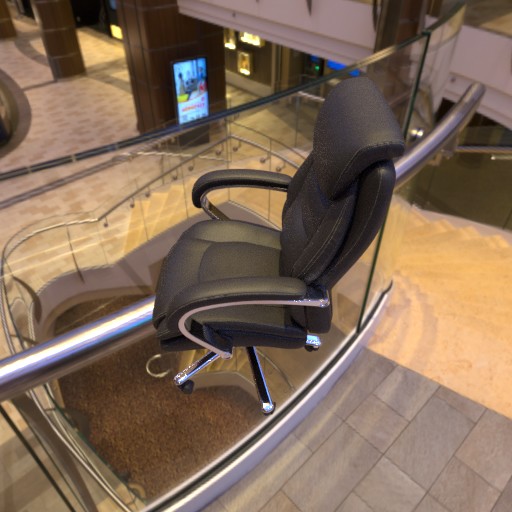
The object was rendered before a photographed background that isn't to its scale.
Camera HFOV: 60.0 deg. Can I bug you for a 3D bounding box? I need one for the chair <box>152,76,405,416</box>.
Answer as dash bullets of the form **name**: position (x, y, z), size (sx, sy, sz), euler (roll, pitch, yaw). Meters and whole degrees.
- **chair**: position (0.000, 0.000, 1.670), size (0.790, 1.183, 0.755), euler (0, 41, 0)
